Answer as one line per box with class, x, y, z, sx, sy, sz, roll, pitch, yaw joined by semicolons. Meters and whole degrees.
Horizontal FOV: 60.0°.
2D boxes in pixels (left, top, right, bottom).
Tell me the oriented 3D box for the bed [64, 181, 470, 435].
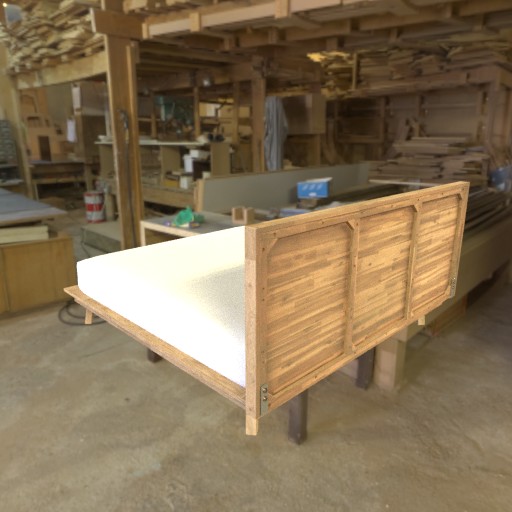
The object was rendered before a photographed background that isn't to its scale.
bed;0.000;0.000;3.304;2.116;1.100;2.167;-15;22;-42
